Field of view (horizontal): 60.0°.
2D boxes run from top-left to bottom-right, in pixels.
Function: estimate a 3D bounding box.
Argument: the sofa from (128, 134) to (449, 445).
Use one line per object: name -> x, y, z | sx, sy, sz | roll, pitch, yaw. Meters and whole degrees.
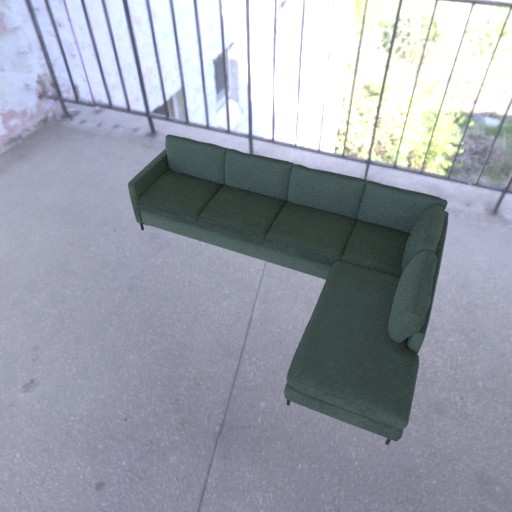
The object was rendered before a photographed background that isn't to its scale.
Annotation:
sofa -> 0.000, 0.000, 3.231 | 2.486, 0.687, 1.707 | 17, 47, 16
